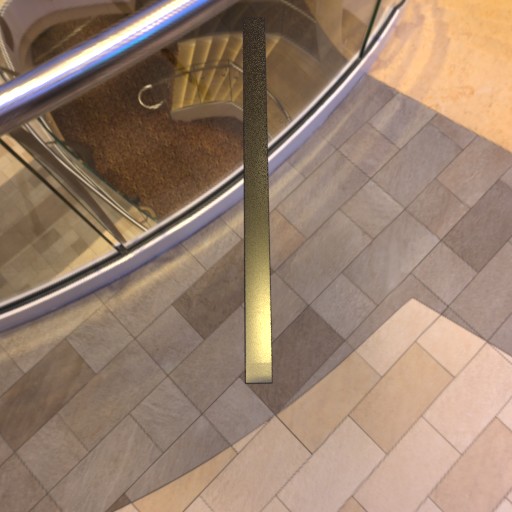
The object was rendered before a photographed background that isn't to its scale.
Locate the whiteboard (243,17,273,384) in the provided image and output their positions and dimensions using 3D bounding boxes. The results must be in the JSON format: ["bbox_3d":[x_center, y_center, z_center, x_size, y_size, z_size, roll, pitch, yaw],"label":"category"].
[{"bbox_3d":[0.000,0.000,0.753,0.026,0.611,0.406,-1,75,0],"label":"whiteboard"}]
